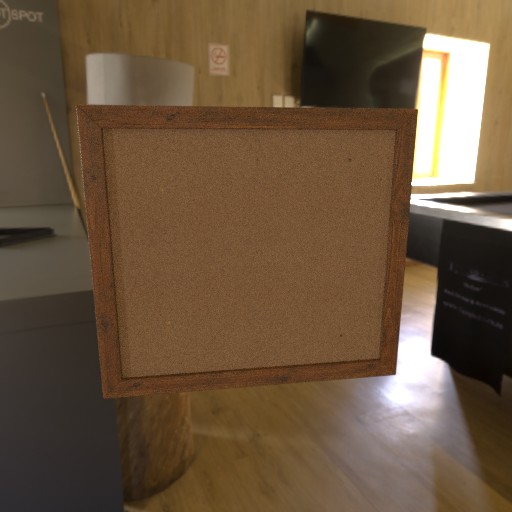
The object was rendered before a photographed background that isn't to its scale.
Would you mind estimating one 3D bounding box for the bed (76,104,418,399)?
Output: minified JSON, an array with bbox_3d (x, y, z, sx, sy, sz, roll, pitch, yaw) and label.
[{"bbox_3d":[0.000,0.000,1.478,1.046,0.942,0.046,-2,14,-9],"label":"bed"}]
